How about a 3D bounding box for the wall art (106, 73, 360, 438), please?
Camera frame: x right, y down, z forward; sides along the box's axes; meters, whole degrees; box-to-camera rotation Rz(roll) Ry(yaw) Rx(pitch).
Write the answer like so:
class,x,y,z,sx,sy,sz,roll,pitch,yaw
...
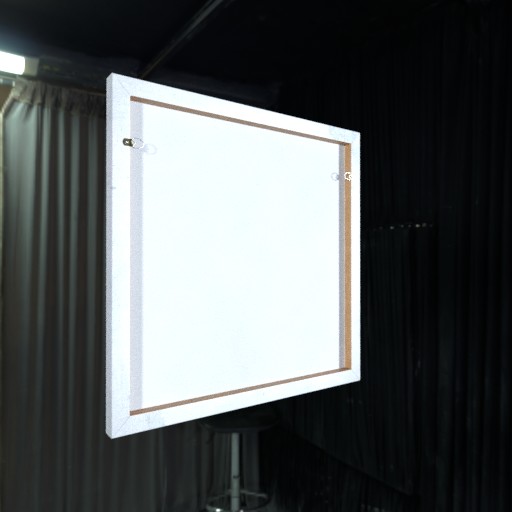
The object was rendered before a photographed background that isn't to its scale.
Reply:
class,x,y,z,sx,sy,sz,roll,pitch,yaw
wall art,0.000,0.000,1.156,0.762,0.762,0.041,0,0,-35
